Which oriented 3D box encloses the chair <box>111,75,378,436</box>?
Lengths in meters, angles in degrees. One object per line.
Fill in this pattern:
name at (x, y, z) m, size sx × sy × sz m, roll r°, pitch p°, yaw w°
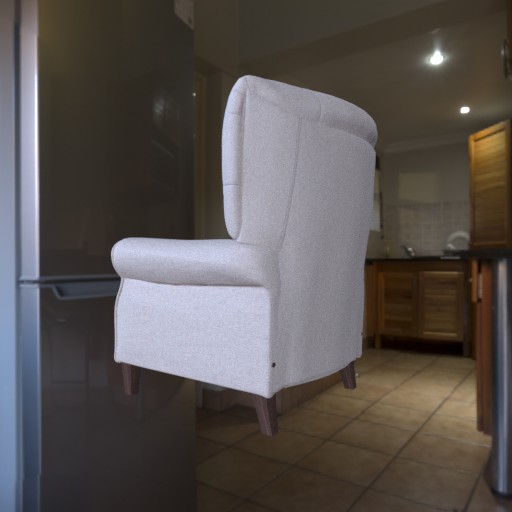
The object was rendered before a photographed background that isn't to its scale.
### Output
chair at (0.000, 0.000, 1.943) m, size 1.025 × 1.209 × 0.942 m, roll 0°, pitch 0°, yaw 37°
